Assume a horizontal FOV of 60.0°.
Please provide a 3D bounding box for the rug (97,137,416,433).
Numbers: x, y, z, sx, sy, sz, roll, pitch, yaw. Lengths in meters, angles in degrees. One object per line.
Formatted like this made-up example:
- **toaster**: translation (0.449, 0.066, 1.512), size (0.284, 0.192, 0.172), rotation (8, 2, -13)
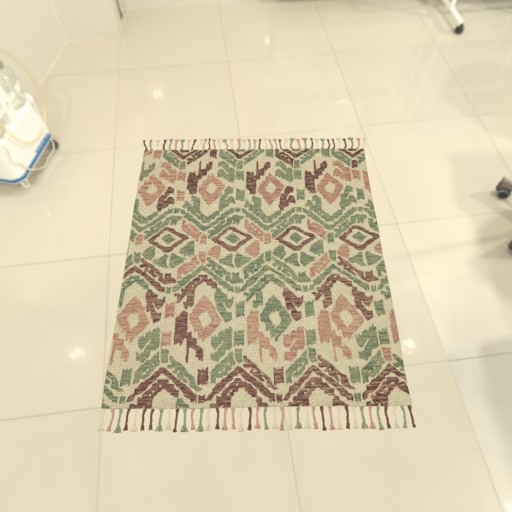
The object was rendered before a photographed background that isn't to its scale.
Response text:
- **rug**: translation (0.000, 0.000, 4.071), size (2.438, 0.010, 3.048), rotation (-1, 58, 0)
